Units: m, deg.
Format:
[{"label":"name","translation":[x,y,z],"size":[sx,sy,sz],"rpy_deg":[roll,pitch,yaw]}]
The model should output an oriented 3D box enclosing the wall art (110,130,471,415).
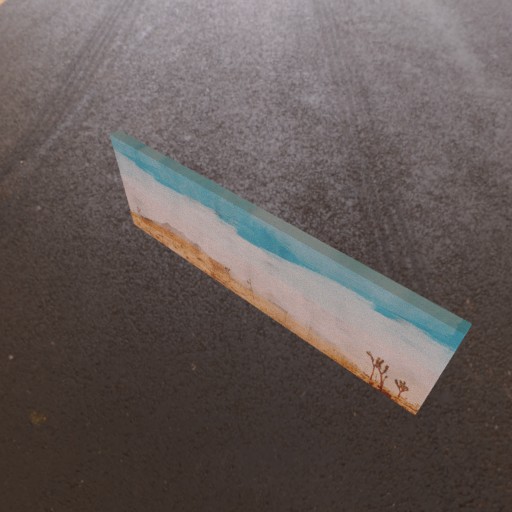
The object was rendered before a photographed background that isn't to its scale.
[{"label":"wall art","translation":[0.000,0.000,0.856],"size":[0.759,0.254,0.044],"rpy_deg":[32,54,26]}]
